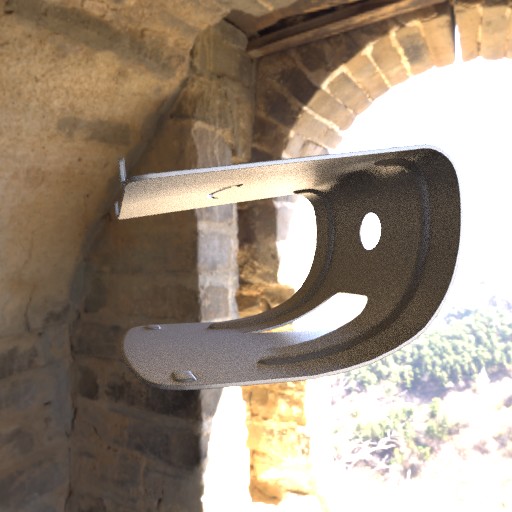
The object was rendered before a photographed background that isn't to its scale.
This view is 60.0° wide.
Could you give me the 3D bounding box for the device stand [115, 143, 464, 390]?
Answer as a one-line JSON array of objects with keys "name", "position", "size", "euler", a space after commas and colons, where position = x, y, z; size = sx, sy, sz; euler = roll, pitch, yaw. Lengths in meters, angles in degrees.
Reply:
[{"name": "device stand", "position": [0.000, 0.000, 0.392], "size": [0.236, 0.155, 0.256], "euler": [0, 0, -18]}]
